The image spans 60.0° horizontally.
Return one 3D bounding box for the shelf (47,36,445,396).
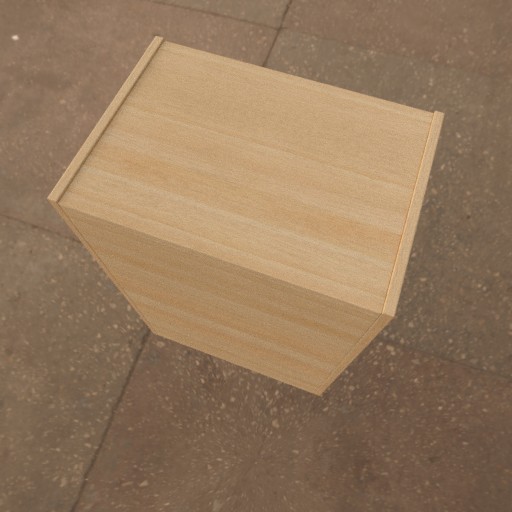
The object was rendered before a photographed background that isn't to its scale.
[{"bbox_3d":[0.000,0.000,0.810,0.414,0.592,0.290,19,66,8],"label":"shelf"}]
